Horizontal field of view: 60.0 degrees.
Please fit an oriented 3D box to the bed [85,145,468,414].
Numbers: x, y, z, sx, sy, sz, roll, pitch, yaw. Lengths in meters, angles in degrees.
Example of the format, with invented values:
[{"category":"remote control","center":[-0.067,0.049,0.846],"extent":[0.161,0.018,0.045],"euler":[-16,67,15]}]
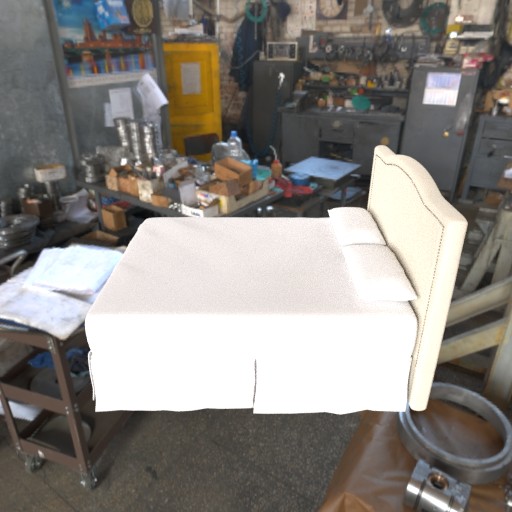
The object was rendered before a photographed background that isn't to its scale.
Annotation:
[{"category":"bed","center":[0.000,0.000,3.309],"extent":[2.196,1.449,1.741],"euler":[0,27,1]}]
